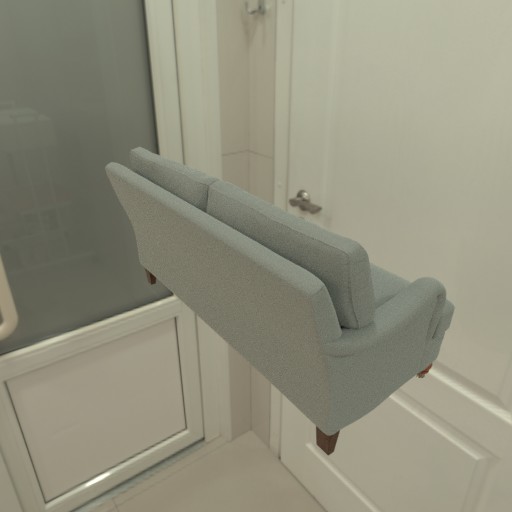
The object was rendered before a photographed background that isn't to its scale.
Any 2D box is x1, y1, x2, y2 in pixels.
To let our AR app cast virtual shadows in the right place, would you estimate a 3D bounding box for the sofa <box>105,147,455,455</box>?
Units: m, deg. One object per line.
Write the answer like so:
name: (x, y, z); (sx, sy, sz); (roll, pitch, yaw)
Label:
sofa: (0.000, 0.000, 2.789); (1.069, 1.096, 2.193); (-18, 32, -32)
